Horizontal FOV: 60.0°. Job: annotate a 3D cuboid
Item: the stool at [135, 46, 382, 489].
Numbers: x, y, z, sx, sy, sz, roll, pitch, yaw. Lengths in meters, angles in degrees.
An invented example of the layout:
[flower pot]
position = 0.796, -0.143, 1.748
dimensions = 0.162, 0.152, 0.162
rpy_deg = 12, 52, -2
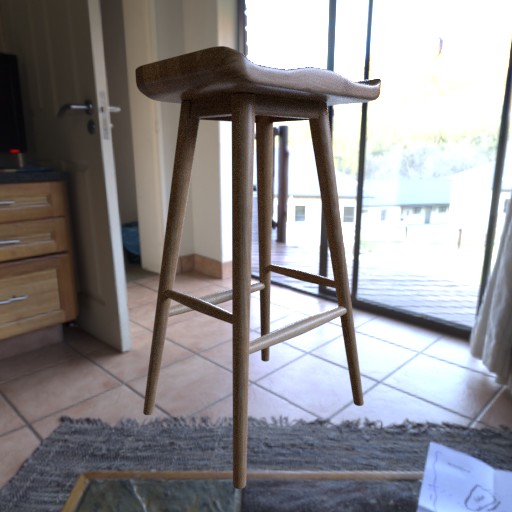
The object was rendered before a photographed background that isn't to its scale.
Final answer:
[stool]
position = 0.000, 0.000, 0.911
dimensions = 0.407, 0.698, 0.322
rpy_deg = -13, 18, -42
